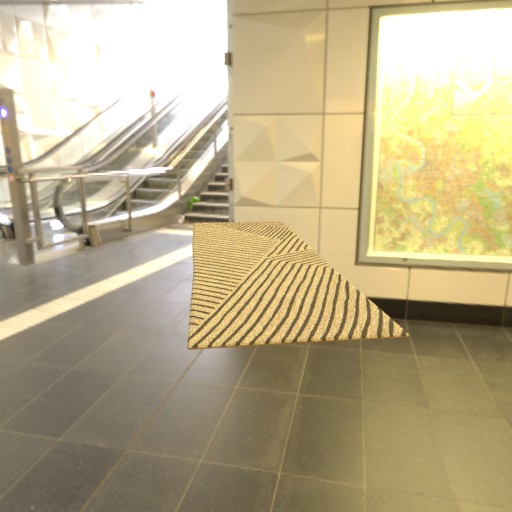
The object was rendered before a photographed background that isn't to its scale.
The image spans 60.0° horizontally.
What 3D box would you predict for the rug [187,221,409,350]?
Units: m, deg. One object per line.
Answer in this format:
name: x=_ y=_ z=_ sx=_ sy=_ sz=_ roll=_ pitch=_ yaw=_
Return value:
rug: x=0.000 y=0.000 z=2.671 sx=0.773 sy=0.020 sz=2.439 roll=-2 pitch=14 yaw=-7
